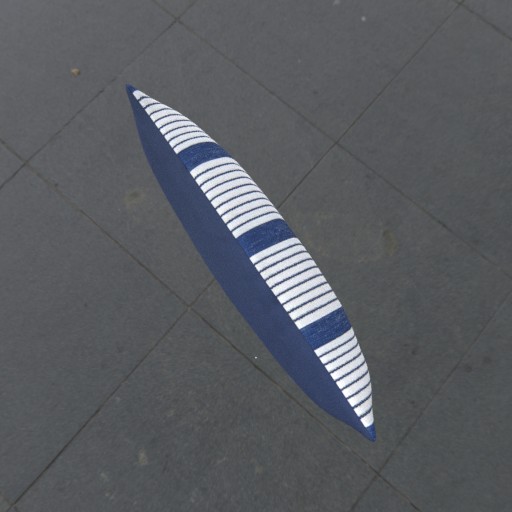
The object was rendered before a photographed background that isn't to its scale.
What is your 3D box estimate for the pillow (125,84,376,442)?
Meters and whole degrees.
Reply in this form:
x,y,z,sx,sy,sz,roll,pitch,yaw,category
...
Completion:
x,y,z,sx,sy,sz,roll,pitch,yaw,category
0.000,0.000,0.748,0.156,0.292,0.608,-34,79,-7,pillow
